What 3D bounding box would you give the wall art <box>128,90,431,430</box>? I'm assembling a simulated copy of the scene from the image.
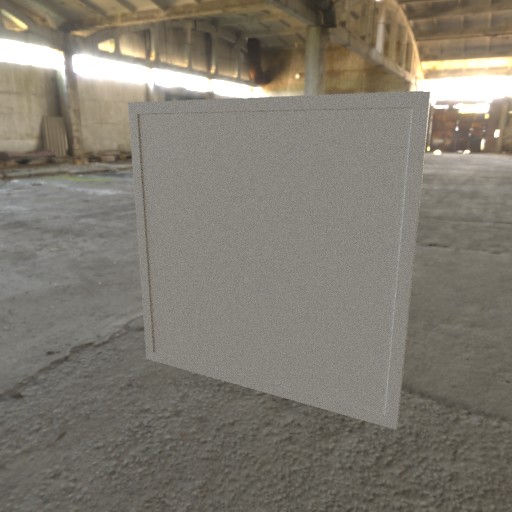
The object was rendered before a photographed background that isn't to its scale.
[{"bbox_3d":[0.000,0.000,0.979,0.660,0.660,0.015,8,17,26],"label":"wall art"}]
